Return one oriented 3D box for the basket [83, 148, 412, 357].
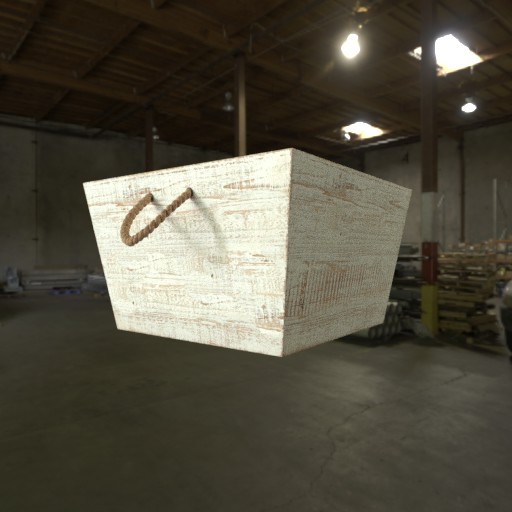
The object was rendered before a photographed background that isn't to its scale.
[{"bbox_3d":[0.000,0.000,0.781,0.413,0.247,0.545,0,1,37],"label":"basket"}]
